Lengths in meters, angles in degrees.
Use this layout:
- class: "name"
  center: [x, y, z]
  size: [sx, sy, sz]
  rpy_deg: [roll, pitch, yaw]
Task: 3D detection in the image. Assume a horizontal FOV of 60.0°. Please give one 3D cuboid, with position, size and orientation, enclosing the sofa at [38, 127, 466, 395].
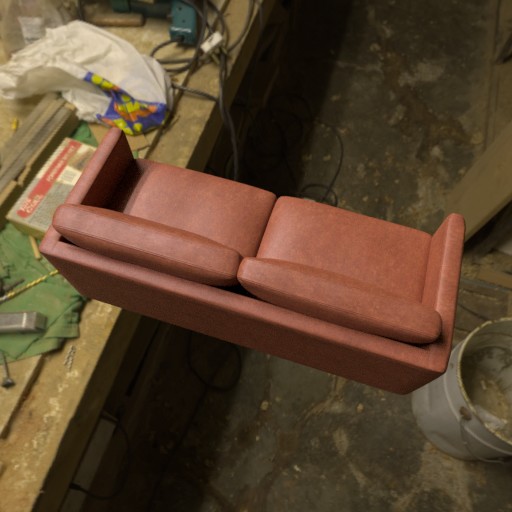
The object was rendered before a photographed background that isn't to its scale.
- class: "sofa"
  center: [0.000, 0.000, 2.686]
  size: [2.204, 0.932, 0.950]
  rpy_deg: [16, 64, 8]
